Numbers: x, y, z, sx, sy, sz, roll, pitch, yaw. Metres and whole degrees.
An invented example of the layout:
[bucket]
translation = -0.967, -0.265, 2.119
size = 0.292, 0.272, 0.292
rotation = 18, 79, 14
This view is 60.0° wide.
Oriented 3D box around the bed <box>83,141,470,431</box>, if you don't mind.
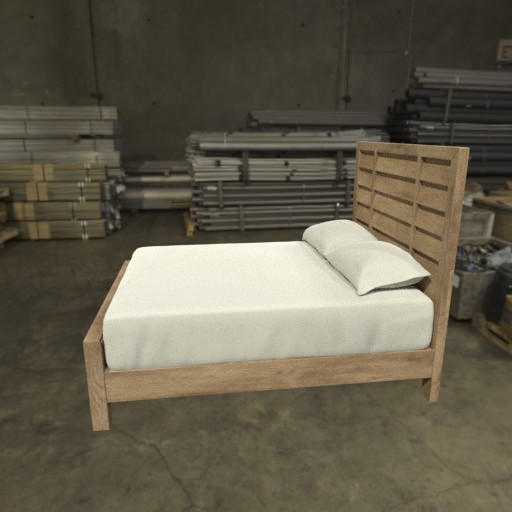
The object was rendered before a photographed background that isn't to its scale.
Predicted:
[bed]
translation = 0.000, 0.000, 3.326
size = 2.197, 1.626, 1.626
rotation = -2, 16, -8
